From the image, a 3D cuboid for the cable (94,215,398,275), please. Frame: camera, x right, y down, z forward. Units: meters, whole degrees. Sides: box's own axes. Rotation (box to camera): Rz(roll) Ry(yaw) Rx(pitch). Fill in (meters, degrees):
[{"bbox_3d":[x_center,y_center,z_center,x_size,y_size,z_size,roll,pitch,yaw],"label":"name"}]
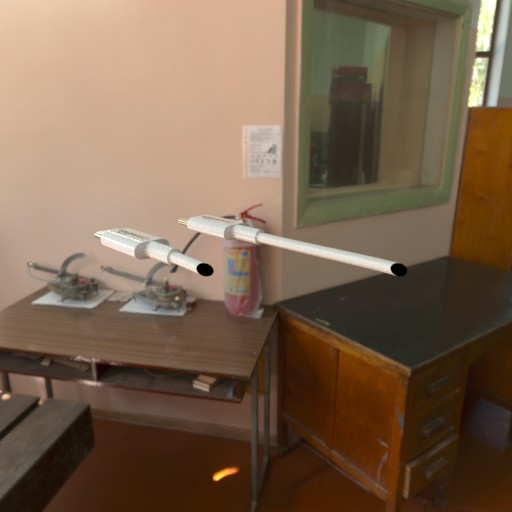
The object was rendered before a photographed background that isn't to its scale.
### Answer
[{"bbox_3d":[0.000,0.000,0.111,0.041,0.005,0.098,-15,22,-42],"label":"cable"}]
